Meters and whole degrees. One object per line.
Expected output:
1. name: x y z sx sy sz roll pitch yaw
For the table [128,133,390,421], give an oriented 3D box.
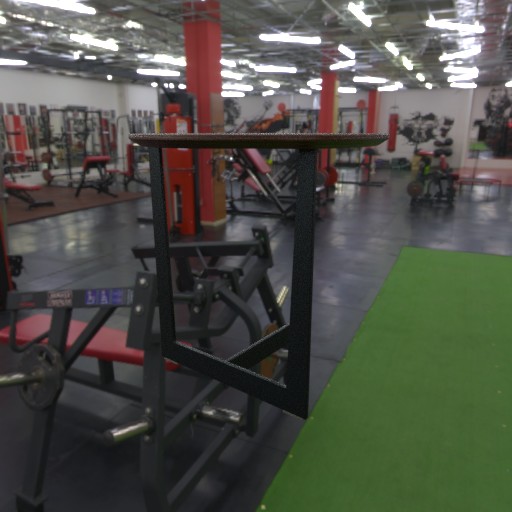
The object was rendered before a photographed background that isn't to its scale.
1. table: 0.000 0.000 0.895 0.477 0.476 0.494 8 17 26
